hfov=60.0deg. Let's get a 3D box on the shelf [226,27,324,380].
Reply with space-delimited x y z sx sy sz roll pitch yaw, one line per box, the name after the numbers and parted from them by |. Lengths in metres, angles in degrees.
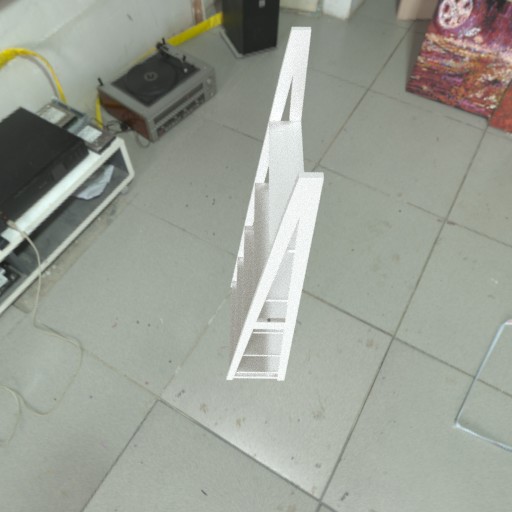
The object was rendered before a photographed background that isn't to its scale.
0.000 0.000 2.008 0.341 1.779 0.636 1 59 0 | shelf
